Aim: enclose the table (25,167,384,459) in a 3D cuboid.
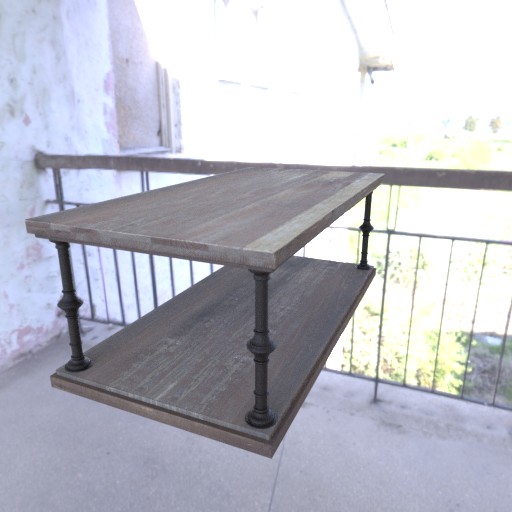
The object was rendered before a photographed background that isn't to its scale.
[{"bbox_3d":[0.000,0.000,1.337,0.554,0.399,1.088,8,19,23],"label":"table"}]
